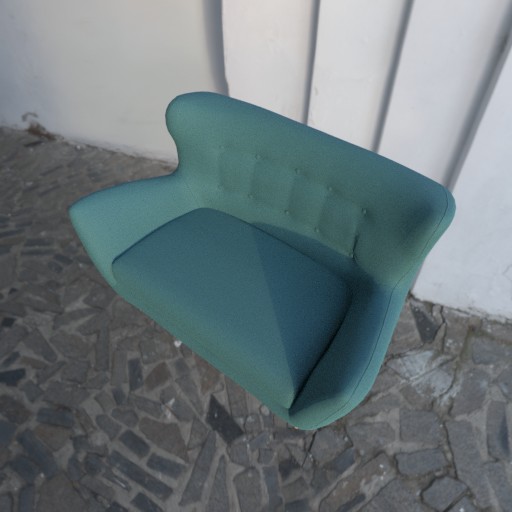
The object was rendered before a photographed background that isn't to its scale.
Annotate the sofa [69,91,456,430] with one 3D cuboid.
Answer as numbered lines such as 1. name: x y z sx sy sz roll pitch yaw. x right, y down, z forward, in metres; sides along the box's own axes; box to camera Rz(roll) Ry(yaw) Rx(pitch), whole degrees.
1. sofa: 0.000 0.000 1.924 1.397 0.889 0.889 30 54 25
